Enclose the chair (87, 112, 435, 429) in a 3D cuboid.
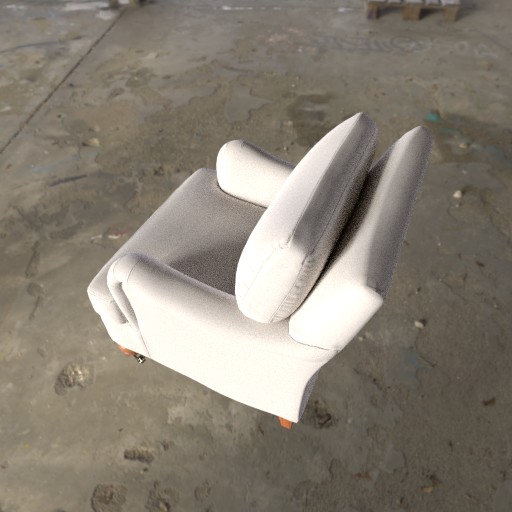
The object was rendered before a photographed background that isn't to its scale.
[{"bbox_3d":[0.000,0.000,1.824,1.070,1.038,0.955,17,48,17],"label":"chair"}]
